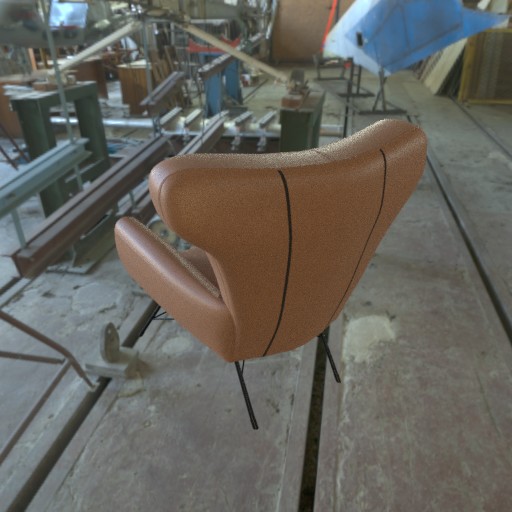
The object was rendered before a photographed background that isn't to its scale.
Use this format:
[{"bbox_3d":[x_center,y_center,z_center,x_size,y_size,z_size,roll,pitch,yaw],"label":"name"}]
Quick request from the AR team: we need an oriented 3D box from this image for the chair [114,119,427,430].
[{"bbox_3d":[0.000,0.000,1.758,0.980,1.050,0.900,-18,34,-29],"label":"chair"}]
